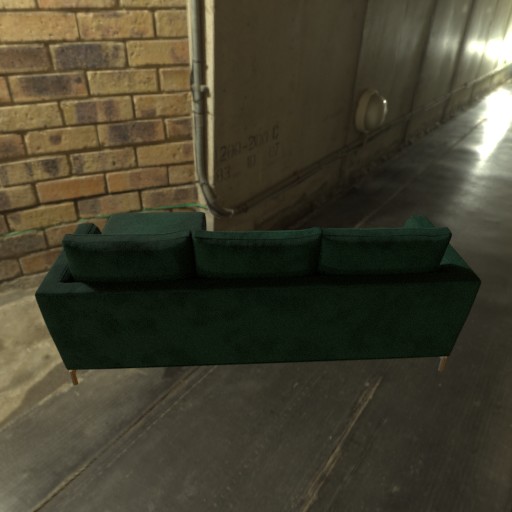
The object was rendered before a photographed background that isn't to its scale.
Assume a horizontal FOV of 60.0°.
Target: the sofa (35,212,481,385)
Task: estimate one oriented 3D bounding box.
[{"bbox_3d":[0.000,0.000,3.148,2.441,1.007,1.489,-1,31,-2],"label":"sofa"}]
